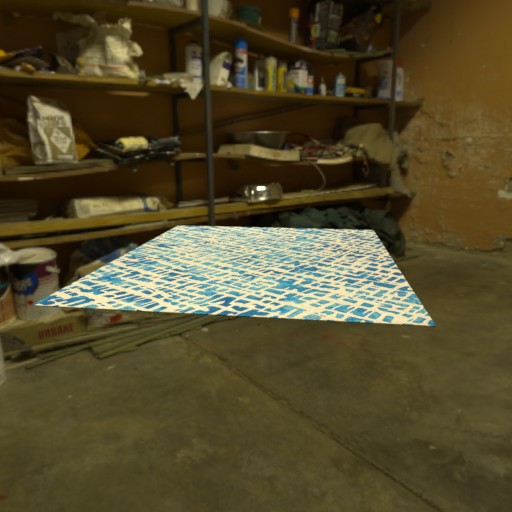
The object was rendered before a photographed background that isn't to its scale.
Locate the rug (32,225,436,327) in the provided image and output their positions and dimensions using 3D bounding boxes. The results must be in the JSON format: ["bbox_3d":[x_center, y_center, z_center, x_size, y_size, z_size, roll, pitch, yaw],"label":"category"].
[{"bbox_3d":[0.000,0.000,4.057,2.435,0.007,3.007,2,14,8],"label":"rug"}]
